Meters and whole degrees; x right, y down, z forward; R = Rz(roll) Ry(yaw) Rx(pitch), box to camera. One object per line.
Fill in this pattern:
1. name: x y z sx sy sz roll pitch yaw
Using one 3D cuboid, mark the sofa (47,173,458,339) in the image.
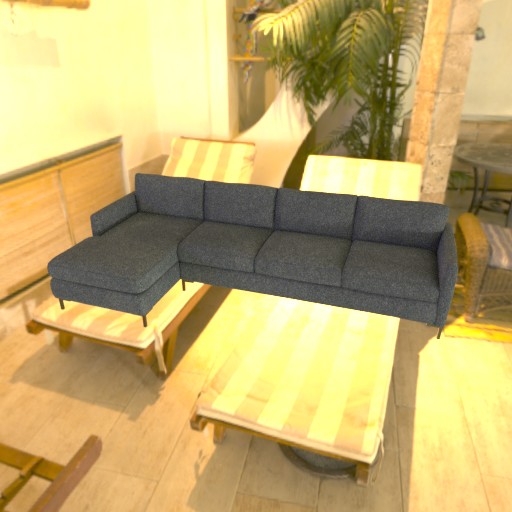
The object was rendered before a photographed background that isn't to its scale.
1. sofa: 0.000 0.000 3.488 2.932 0.810 1.350 9 28 16
